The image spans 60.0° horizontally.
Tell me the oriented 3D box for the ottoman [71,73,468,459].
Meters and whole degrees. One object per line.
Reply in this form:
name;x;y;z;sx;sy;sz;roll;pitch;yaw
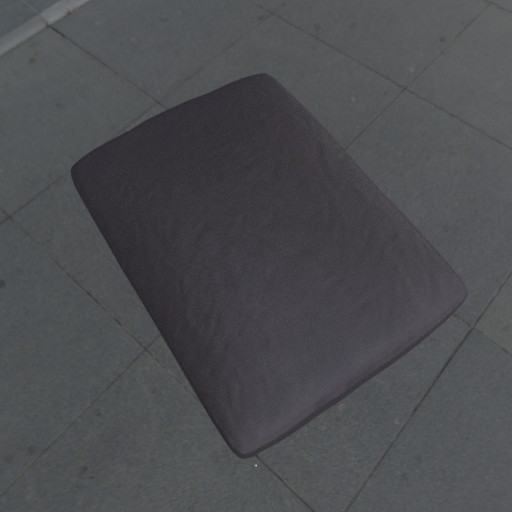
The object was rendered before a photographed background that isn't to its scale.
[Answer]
ottoman;0.000;0.000;1.252;0.659;0.529;0.887;-31;69;-14
